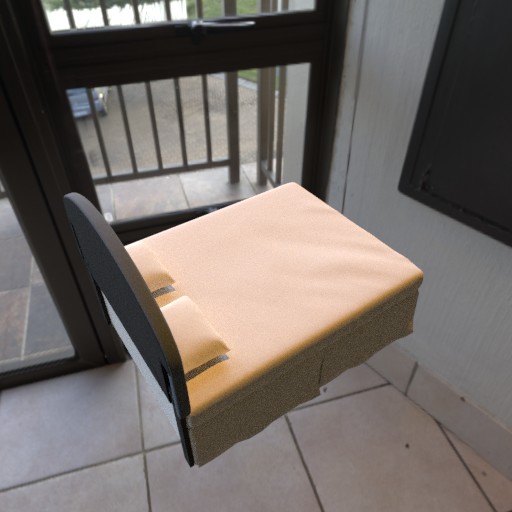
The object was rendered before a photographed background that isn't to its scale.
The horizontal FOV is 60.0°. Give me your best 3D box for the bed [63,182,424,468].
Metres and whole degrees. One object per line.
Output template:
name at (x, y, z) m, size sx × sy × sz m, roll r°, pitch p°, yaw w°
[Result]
bed at (0.000, 0.000, 3.111) m, size 2.005 × 1.410 × 1.607 m, roll -25°, pitch 47°, yaw -26°
